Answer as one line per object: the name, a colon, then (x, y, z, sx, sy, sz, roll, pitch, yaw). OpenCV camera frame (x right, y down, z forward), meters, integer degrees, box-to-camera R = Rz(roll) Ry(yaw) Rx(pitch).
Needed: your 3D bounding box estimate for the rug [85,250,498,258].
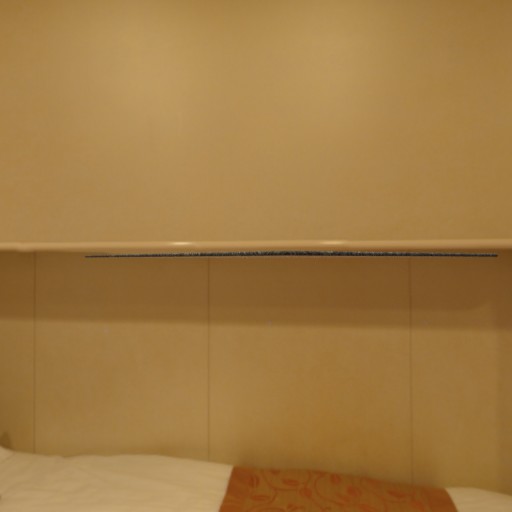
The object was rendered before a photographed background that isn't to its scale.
rug: (0.000, 0.000, 2.848, 1.478, 0.017, 2.330, 0, -1, -37)
